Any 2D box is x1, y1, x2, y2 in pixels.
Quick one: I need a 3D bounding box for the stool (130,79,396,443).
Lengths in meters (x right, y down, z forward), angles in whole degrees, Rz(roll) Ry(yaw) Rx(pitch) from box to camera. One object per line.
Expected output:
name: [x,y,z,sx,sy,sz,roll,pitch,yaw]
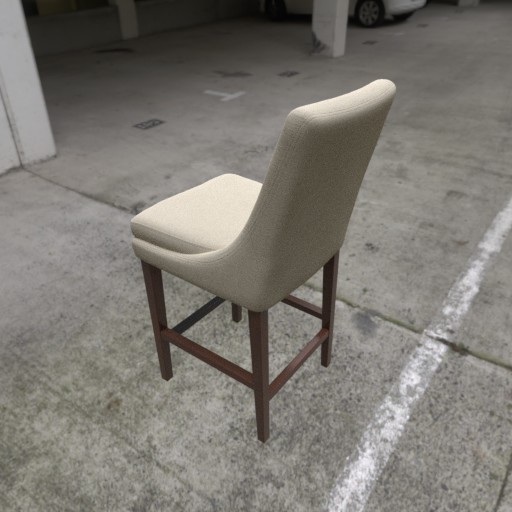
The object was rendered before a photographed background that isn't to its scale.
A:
stool: [0.000,0.000,1.307,0.577,0.981,0.470,21,37,31]
